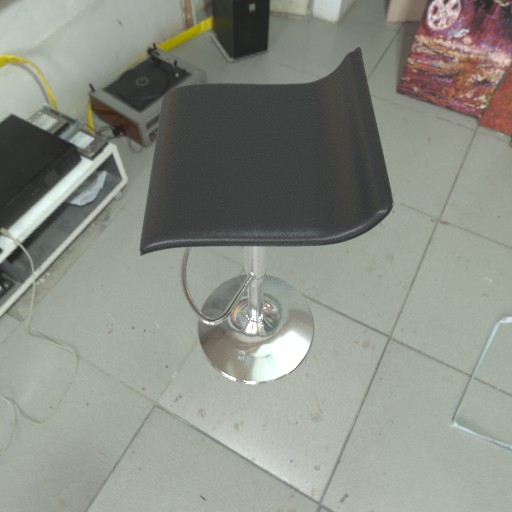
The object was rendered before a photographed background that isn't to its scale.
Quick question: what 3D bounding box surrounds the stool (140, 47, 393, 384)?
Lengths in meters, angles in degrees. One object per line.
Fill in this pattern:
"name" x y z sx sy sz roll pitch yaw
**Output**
"stool" 0.000 0.000 1.065 0.381 0.851 0.381 0 58 0
